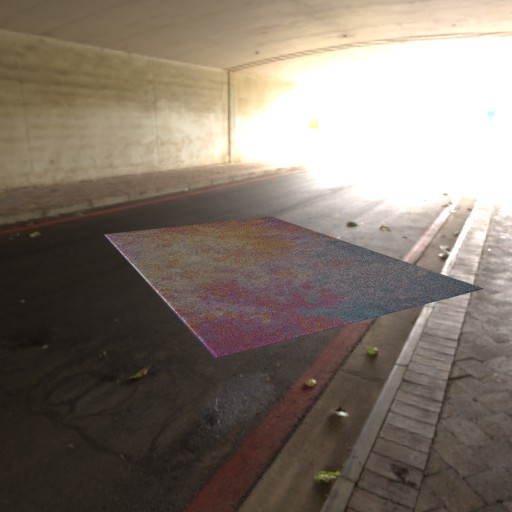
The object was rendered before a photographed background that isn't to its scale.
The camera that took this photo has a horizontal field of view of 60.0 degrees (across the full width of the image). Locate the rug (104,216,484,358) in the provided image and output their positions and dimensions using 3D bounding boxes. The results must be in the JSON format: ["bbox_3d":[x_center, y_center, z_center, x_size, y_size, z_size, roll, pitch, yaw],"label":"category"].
[{"bbox_3d":[0.000,0.000,3.807,2.007,0.013,2.896,-9,18,-27],"label":"rug"}]
